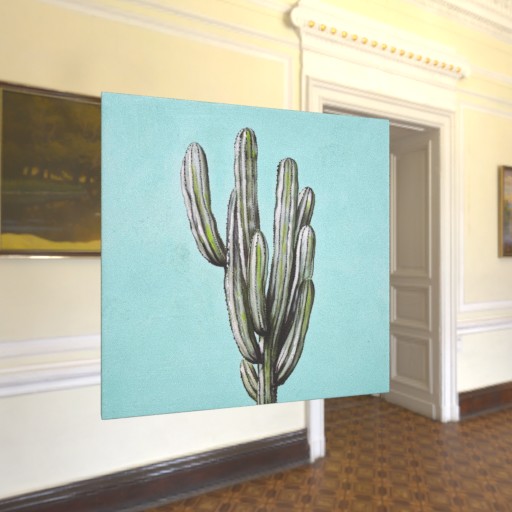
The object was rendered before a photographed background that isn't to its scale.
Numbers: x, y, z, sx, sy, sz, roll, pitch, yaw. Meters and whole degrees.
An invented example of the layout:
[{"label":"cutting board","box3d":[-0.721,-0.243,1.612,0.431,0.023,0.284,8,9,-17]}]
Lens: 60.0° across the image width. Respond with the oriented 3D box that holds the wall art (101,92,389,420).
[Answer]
[{"label":"wall art","box3d":[0.000,0.000,1.624,1.071,1.073,0.070,0,0,-16]}]
